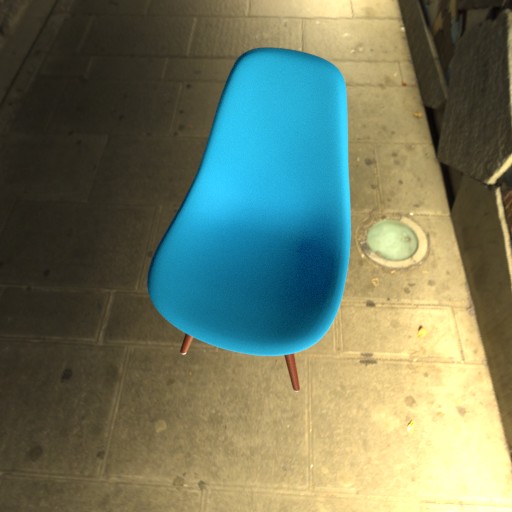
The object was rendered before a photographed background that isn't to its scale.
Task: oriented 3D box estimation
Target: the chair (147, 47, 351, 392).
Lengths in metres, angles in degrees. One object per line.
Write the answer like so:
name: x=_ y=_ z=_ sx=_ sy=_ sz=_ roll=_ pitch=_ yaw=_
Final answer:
chair: x=0.000 y=0.000 z=1.148 sx=0.470 sy=0.826 sz=0.533 roll=15 pitch=59 yaw=10
